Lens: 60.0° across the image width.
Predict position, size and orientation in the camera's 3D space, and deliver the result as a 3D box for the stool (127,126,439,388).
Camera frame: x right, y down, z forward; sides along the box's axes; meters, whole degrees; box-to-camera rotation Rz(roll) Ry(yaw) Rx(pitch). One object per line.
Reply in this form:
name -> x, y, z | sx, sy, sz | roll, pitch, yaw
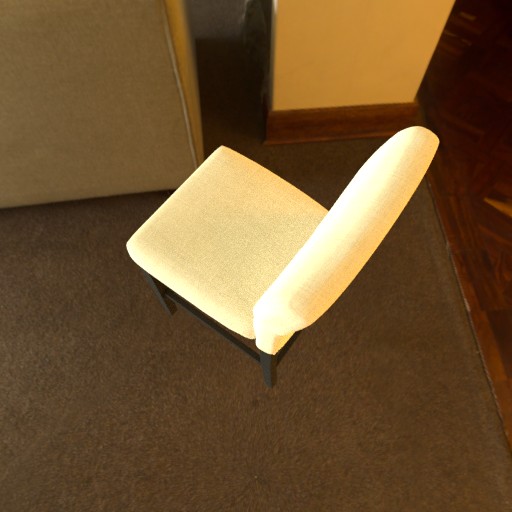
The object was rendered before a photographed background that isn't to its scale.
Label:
stool -> 0.000, 0.000, 1.303 | 0.603, 0.972, 0.514 | 33, 68, 15
